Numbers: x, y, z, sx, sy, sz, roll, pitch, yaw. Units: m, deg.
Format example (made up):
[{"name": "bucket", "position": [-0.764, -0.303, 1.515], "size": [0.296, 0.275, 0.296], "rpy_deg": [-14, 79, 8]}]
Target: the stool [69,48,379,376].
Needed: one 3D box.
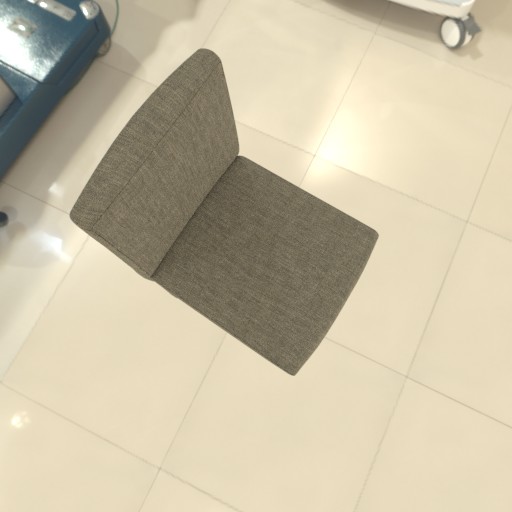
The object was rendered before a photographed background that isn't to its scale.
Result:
[{"name": "stool", "position": [0.000, 0.000, 1.252], "size": [0.552, 0.966, 0.451], "rpy_deg": [32, 78, 8]}]
